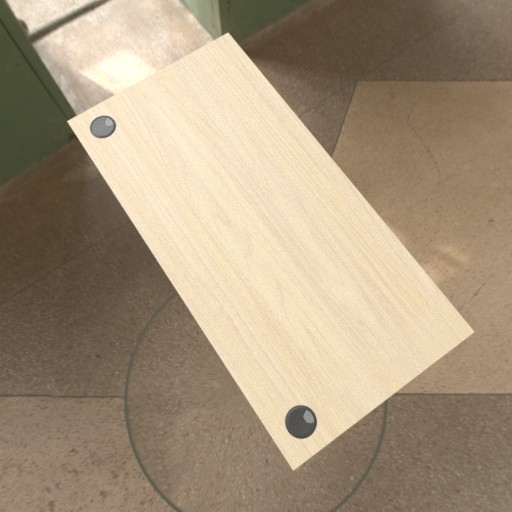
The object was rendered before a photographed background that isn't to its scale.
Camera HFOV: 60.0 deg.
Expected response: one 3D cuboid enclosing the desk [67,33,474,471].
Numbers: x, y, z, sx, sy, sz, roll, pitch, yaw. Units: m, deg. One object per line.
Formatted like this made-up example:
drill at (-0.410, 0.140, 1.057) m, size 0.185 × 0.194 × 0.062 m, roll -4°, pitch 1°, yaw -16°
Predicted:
desk at (0.000, 0.000, 1.638) m, size 0.600 × 0.750 × 1.200 m, roll -33°, pitch 76°, yaw -9°
